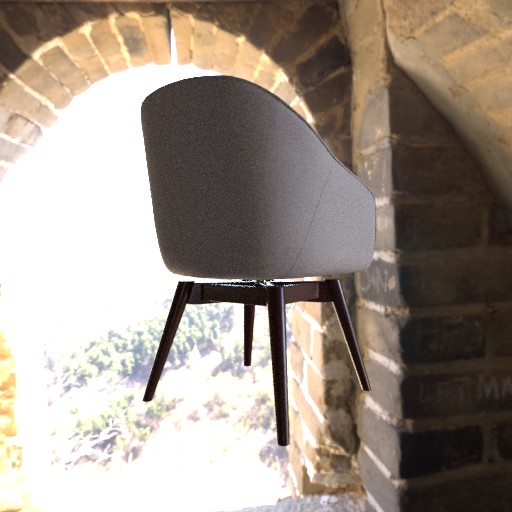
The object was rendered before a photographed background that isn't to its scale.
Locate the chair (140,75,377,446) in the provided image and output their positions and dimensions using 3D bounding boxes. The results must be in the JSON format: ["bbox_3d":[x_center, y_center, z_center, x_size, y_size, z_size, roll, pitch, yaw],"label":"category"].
[{"bbox_3d":[0.000,0.000,1.281,0.596,0.823,0.635,1,2,37],"label":"chair"}]
